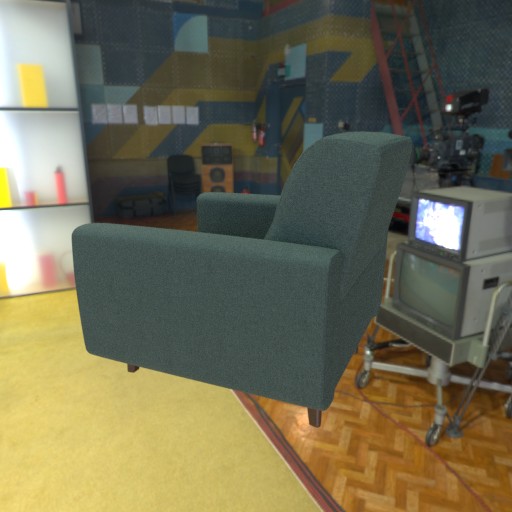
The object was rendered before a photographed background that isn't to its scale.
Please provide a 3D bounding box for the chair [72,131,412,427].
[{"bbox_3d":[0.000,0.000,1.546,0.909,0.841,0.831,8,19,24],"label":"chair"}]
